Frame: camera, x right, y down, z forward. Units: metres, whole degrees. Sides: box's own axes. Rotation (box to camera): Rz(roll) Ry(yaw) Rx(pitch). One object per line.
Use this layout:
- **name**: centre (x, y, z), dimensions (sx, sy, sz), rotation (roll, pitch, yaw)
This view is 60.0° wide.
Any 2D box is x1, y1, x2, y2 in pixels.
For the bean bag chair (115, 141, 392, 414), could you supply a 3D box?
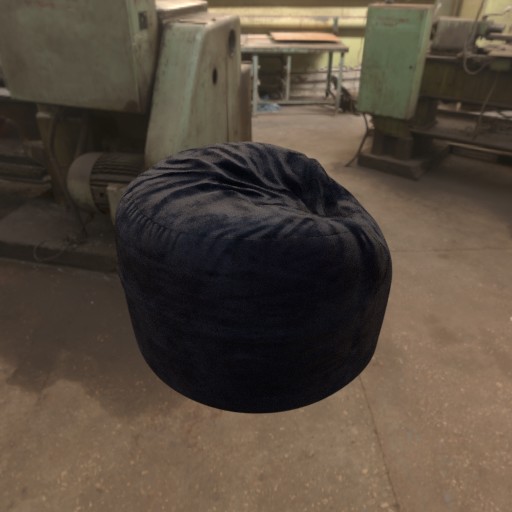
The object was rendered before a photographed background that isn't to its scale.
- **bean bag chair**: centre (0.000, 0.000, 1.537), dimensions (0.918, 0.616, 0.918), rotation (0, 32, 0)
